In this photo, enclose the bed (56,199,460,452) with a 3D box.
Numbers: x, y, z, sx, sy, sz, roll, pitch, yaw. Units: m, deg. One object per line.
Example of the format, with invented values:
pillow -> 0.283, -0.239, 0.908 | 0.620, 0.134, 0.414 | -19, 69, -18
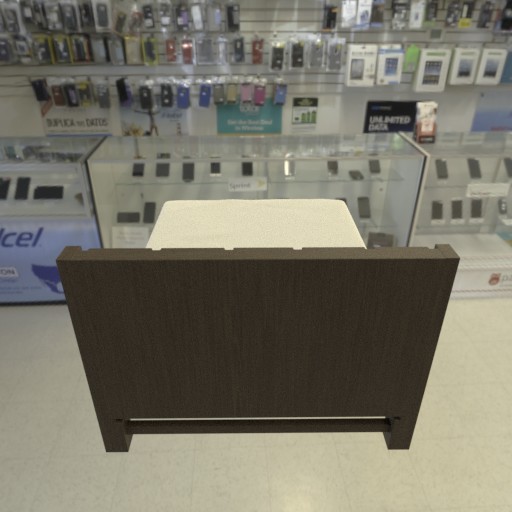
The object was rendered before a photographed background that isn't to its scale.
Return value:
bed -> 0.000, 0.000, 3.176 | 1.727, 1.270, 2.242 | 0, 30, -1
